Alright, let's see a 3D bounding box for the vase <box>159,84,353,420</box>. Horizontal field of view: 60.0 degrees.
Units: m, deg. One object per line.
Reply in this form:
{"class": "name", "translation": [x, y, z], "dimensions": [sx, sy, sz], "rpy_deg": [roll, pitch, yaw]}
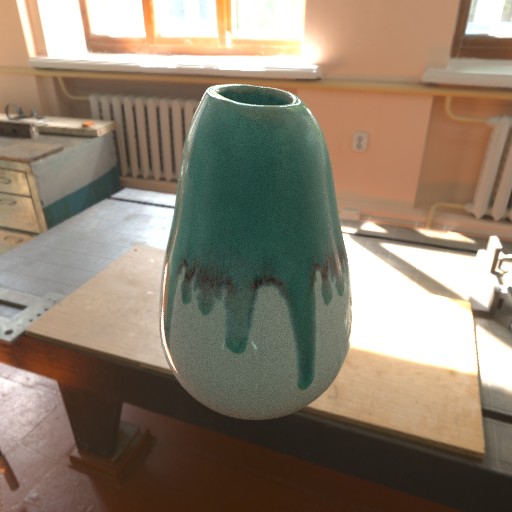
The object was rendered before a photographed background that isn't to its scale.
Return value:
{"class": "vase", "translation": [0.000, 0.000, 0.251], "dimensions": [0.116, 0.179, 0.116], "rpy_deg": [0, 28, 0]}
